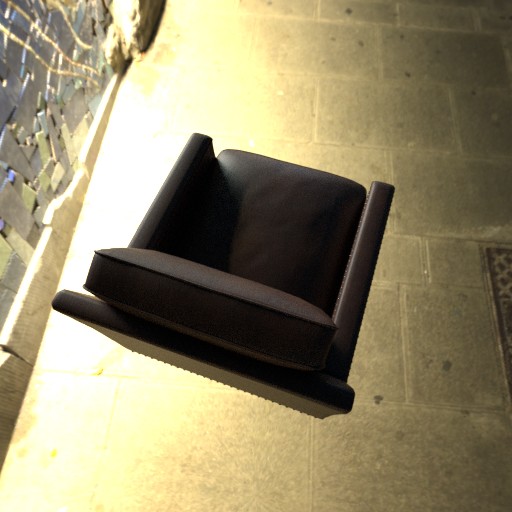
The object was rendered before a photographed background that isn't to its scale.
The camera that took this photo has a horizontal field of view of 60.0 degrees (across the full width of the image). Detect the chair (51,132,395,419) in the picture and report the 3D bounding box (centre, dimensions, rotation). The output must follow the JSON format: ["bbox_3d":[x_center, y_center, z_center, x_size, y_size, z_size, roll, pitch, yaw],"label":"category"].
[{"bbox_3d":[0.000,0.000,1.662,0.853,0.929,1.014,17,63,9],"label":"chair"}]
